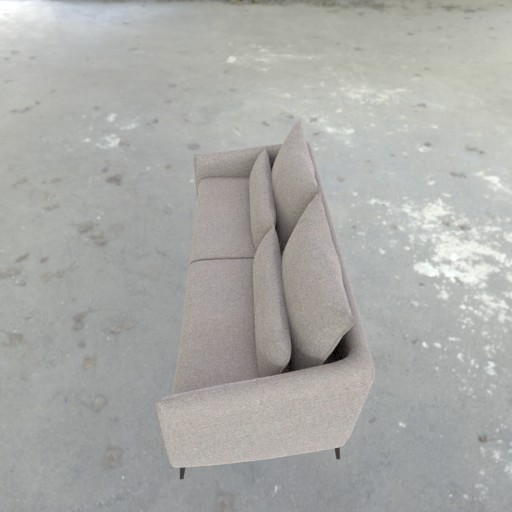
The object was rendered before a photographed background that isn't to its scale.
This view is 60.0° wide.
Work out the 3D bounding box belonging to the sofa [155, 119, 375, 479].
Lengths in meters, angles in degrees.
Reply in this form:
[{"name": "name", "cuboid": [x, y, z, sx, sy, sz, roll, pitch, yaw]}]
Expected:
[{"name": "sofa", "cuboid": [0.000, 0.000, 2.416, 0.809, 0.833, 2.022, -1, 40, -1]}]
